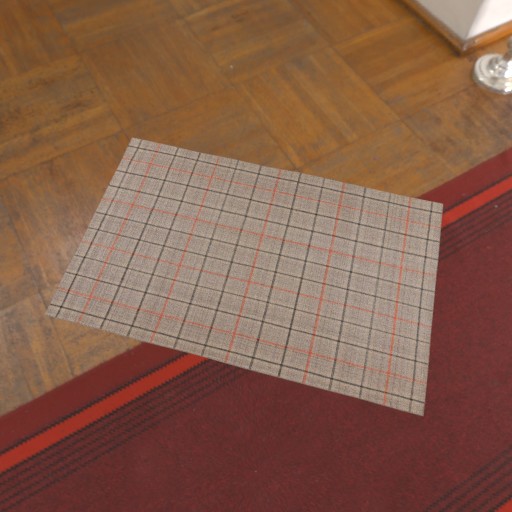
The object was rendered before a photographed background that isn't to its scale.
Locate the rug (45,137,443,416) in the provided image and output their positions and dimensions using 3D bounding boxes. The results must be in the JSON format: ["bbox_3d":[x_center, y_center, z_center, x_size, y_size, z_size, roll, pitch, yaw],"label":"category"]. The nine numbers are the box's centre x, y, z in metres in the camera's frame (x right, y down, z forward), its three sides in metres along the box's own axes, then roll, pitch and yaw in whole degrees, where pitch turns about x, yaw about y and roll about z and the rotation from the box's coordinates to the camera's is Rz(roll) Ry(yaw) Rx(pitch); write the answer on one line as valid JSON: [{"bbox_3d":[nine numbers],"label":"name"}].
[{"bbox_3d":[0.000,0.000,3.065,2.439,0.015,1.524,13,65,6],"label":"rug"}]
